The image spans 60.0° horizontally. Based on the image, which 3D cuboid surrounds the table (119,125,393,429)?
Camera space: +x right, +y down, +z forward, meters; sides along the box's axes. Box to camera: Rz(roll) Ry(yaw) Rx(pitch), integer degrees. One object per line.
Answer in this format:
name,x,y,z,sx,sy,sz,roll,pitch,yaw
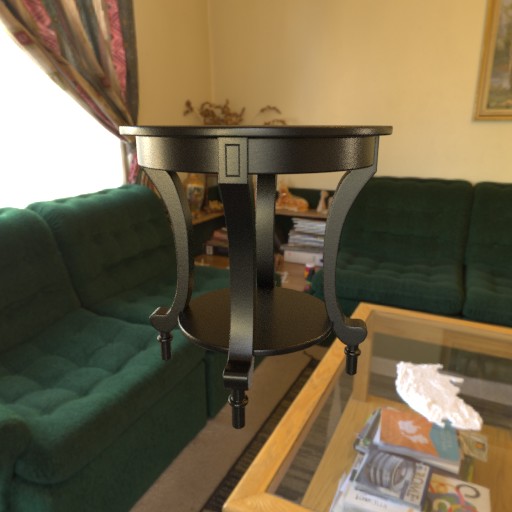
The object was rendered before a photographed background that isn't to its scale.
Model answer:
table,0.000,0.000,1.095,0.597,0.618,0.597,0,17,0
